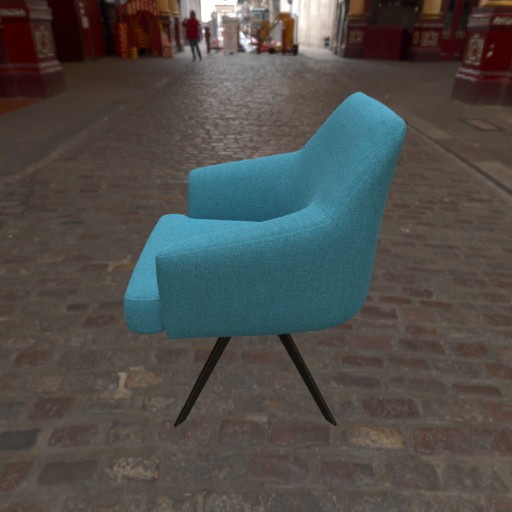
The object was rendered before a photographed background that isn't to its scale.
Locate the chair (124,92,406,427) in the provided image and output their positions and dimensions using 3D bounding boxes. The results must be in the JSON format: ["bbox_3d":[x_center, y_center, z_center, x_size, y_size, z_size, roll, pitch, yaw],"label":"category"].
[{"bbox_3d":[0.000,0.000,1.317,0.677,0.874,0.642,0,28,0],"label":"chair"}]
